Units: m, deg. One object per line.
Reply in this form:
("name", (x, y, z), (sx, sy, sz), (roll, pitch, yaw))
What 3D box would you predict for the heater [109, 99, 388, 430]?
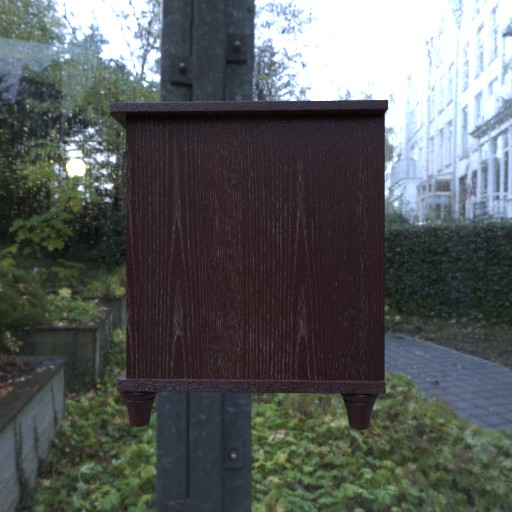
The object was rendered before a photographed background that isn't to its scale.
("heater", (0.000, 0.000, 0.767), (0.400, 0.481, 0.362), (0, 0, 2))
